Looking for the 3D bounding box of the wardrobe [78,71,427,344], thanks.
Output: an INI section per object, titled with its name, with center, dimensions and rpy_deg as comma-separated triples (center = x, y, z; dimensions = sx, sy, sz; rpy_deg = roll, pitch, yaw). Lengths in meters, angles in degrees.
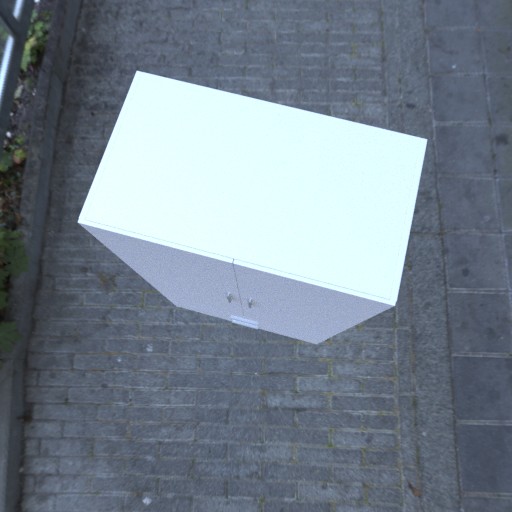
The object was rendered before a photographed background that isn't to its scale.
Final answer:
[wardrobe]
center = 0.000, 0.000, 2.264
dimensions = 0.991, 1.808, 0.577
rpy_deg = 15, 76, 4
